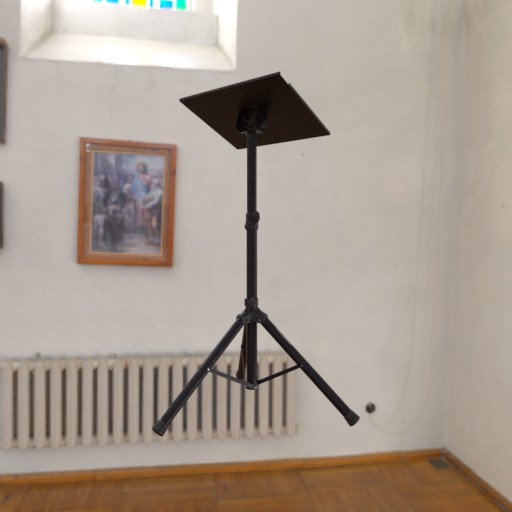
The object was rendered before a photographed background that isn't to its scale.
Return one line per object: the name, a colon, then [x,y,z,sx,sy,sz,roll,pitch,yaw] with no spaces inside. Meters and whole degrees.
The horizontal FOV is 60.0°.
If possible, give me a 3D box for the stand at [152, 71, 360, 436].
stand: [0.000,0.000,1.636,0.702,1.198,0.702,1,2,36]
